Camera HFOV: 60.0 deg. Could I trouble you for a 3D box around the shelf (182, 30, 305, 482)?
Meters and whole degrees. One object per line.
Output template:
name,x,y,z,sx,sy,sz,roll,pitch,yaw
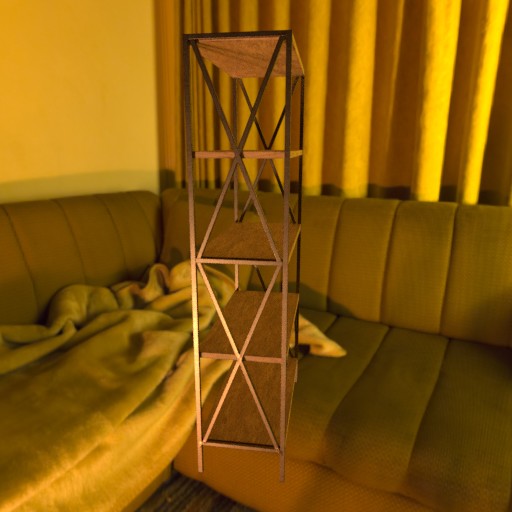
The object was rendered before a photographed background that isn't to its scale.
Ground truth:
shelf,0.000,0.000,2.163,0.386,1.803,0.874,2,14,9
